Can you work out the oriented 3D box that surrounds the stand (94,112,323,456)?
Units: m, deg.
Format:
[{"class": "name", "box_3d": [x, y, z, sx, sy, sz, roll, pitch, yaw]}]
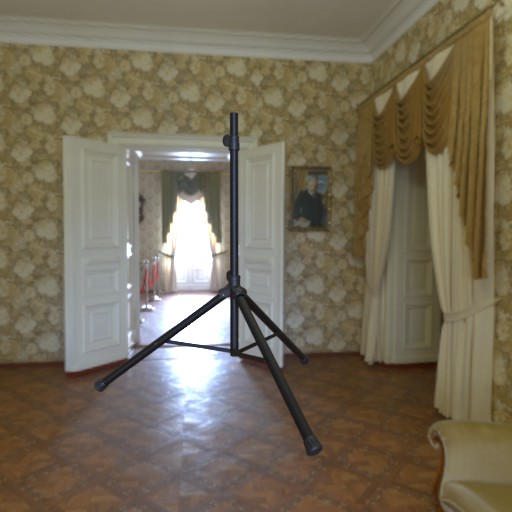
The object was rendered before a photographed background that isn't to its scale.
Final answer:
[{"class": "stand", "box_3d": [0.000, 0.000, 1.896, 1.045, 1.136, 0.907, 1, 3, 36]}]
